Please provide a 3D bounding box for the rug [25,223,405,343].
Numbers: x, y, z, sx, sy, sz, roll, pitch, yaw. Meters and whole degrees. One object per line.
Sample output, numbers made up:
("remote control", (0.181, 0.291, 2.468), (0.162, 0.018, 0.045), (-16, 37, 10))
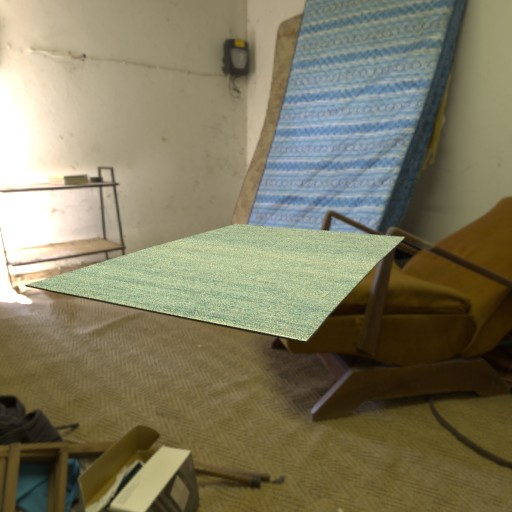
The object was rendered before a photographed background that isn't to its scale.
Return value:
("rug", (0.000, 0.000, 5.283), (2.802, 0.052, 4.078), (7, 15, 26))
